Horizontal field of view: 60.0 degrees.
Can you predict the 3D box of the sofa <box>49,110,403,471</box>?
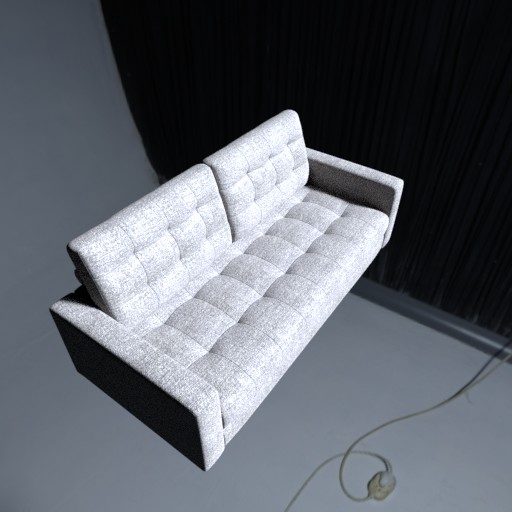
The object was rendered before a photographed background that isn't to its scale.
[{"bbox_3d":[0.000,0.000,2.307,0.863,0.902,1.821,25,47,26],"label":"sofa"}]
